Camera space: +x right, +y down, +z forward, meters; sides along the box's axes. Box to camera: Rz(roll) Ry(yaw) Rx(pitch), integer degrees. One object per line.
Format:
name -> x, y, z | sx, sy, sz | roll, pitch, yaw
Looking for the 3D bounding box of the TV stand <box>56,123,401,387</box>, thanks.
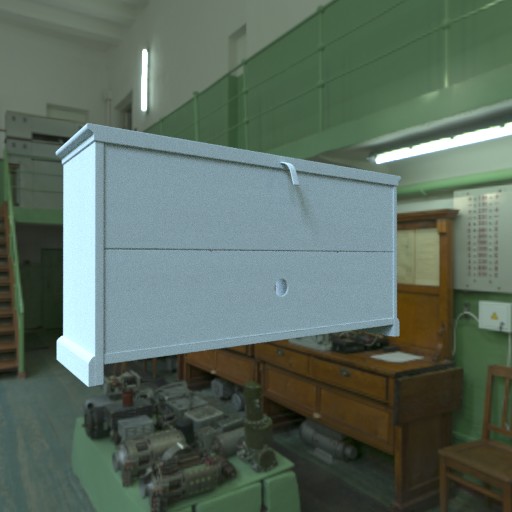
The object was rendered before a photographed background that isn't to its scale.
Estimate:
TV stand -> 0.000, 0.000, 1.507 | 1.187, 0.624, 0.424 | 0, 0, -36
